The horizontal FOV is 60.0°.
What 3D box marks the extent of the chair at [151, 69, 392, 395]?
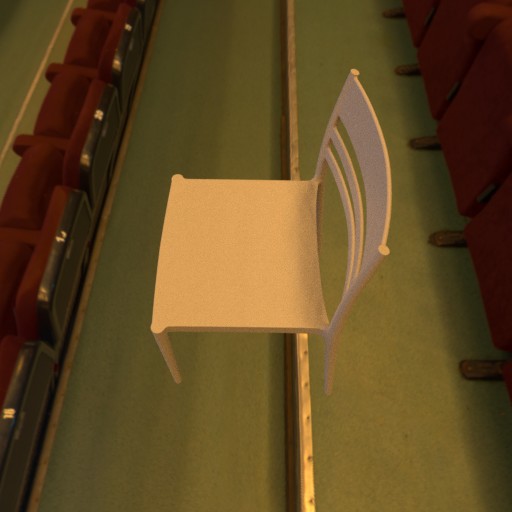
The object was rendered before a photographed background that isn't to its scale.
[{"bbox_3d":[0.000,0.000,1.179,0.511,0.800,0.531,1,59,0],"label":"chair"}]
